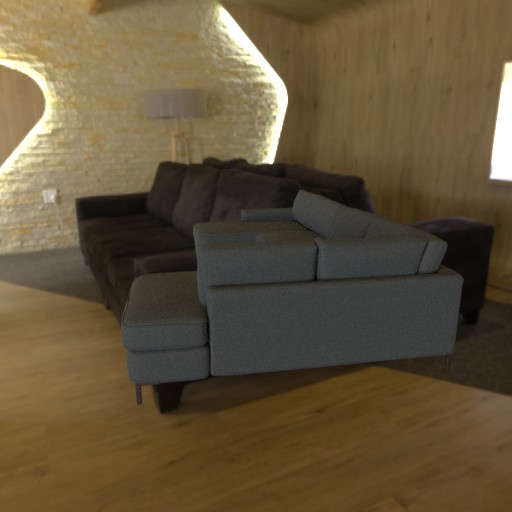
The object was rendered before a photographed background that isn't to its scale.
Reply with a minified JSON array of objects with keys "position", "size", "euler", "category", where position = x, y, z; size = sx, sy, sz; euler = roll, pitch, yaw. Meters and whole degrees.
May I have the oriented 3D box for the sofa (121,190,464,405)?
[{"position":[0.000,0.000,3.848],"size":[1.984,0.858,2.975],"euler":[-3,15,-10],"category":"sofa"}]
